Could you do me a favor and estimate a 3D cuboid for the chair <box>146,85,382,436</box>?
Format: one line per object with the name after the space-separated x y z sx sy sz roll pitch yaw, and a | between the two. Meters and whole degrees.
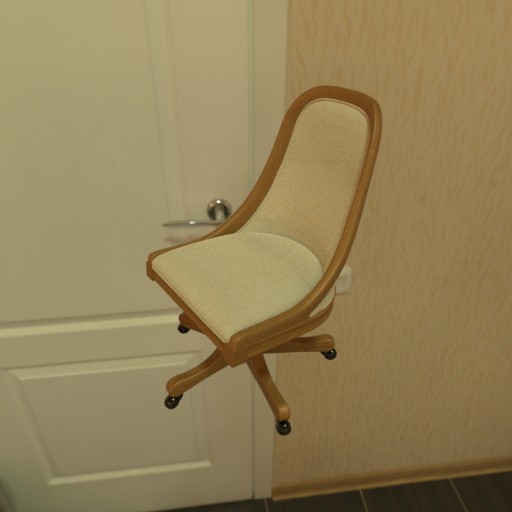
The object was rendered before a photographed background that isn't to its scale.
0.000 0.000 1.534 0.811 1.009 0.702 -22 38 -30 | chair
